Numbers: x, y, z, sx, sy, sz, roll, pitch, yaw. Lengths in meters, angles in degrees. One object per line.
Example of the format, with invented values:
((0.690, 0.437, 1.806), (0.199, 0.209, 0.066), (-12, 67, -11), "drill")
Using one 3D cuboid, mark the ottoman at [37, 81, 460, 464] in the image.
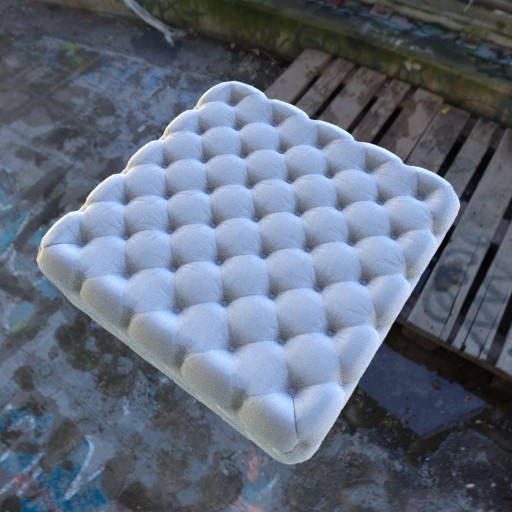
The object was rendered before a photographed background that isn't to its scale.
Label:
((0.000, 0.000, 1.166), (0.753, 0.376, 0.755), (32, 64, 17), "ottoman")
